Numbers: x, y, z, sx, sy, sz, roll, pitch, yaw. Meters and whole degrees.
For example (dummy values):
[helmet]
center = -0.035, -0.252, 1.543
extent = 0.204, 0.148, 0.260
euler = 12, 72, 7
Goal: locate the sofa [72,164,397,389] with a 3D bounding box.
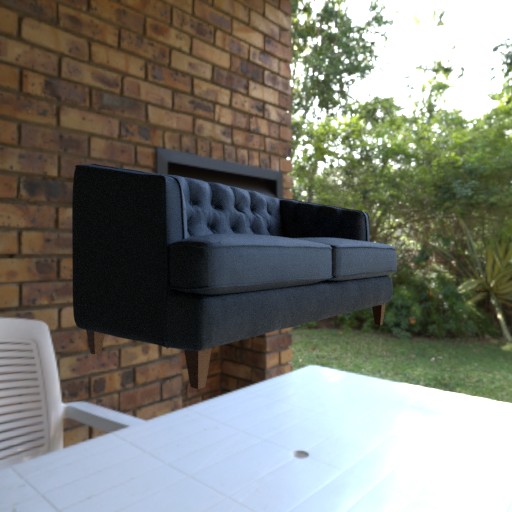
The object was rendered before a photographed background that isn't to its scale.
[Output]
[sofa]
center = 0.000, 0.000, 2.309
extent = 0.941, 0.854, 1.733
euler = 0, 1, 37
